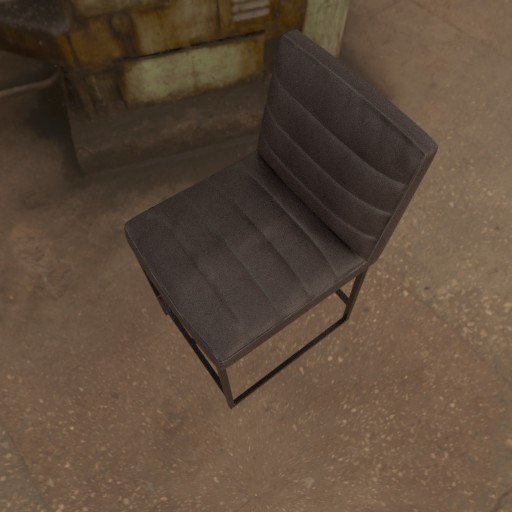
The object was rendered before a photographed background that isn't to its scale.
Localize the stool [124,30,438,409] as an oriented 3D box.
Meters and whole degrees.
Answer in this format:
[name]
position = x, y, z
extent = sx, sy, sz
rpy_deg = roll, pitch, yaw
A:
[stool]
position = 0.000, 0.000, 1.243
extent = 0.562, 0.946, 0.463
rpy_deg = -33, 67, -16
